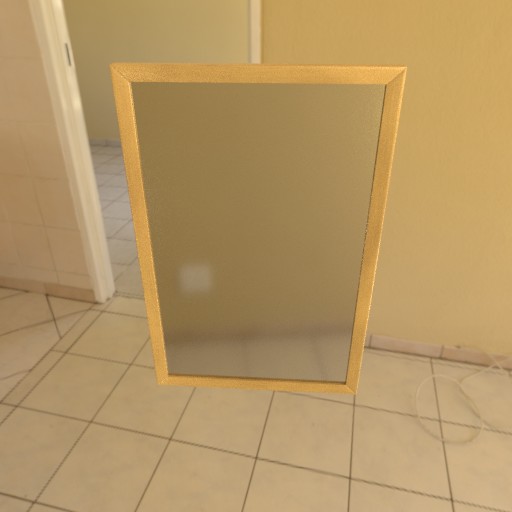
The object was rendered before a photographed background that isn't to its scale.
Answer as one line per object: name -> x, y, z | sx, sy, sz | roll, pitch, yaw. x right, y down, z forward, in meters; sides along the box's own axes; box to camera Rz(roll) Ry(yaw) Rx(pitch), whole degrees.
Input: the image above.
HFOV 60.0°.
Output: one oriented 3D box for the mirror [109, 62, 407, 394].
mirror -> 0.000, 0.000, 1.146 | 0.609, 0.915, 0.040 | 2, 29, 3
